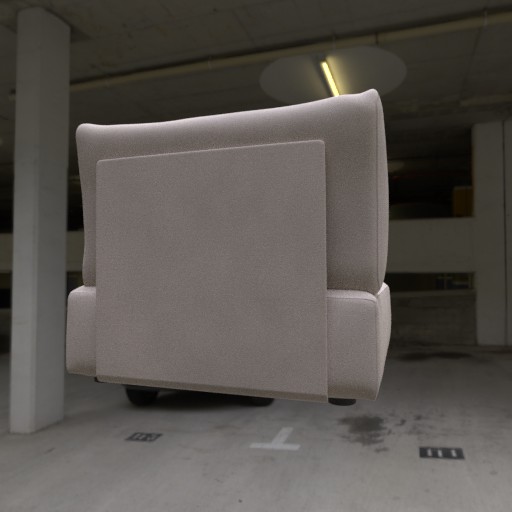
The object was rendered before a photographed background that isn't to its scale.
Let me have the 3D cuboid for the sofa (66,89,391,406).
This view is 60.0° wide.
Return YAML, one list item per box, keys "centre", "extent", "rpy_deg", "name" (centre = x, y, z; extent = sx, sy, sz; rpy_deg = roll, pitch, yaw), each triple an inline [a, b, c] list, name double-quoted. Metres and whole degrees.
- centre: [0.000, 0.000, 1.700]
  extent: [1.000, 0.820, 1.000]
  rpy_deg: [-1, -2, 18]
  name: "sofa"
